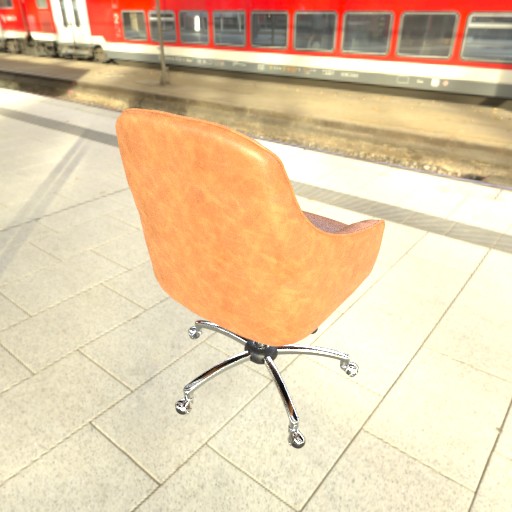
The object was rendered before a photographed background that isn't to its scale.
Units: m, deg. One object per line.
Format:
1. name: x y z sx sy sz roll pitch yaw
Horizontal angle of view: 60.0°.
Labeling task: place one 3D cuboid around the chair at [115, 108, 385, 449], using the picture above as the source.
1. chair: 0.000 0.000 1.298 0.628 0.909 0.615 20 35 31
